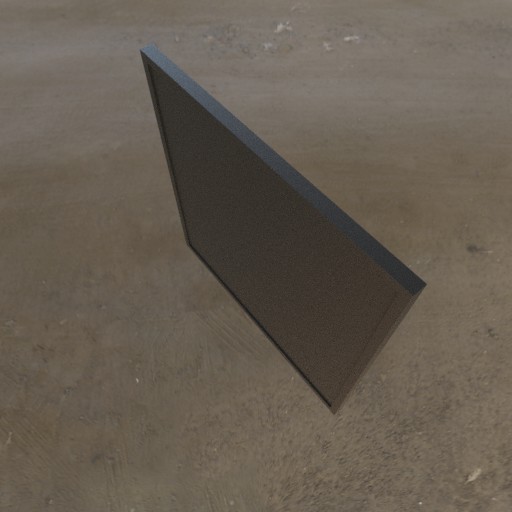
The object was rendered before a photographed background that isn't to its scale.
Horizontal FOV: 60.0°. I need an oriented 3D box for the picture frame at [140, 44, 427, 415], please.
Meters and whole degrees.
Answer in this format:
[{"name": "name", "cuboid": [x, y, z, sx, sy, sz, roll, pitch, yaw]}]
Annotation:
[{"name": "picture frame", "cuboid": [0.000, 0.000, 1.143, 0.032, 0.775, 0.775, -34, 64, -19]}]
